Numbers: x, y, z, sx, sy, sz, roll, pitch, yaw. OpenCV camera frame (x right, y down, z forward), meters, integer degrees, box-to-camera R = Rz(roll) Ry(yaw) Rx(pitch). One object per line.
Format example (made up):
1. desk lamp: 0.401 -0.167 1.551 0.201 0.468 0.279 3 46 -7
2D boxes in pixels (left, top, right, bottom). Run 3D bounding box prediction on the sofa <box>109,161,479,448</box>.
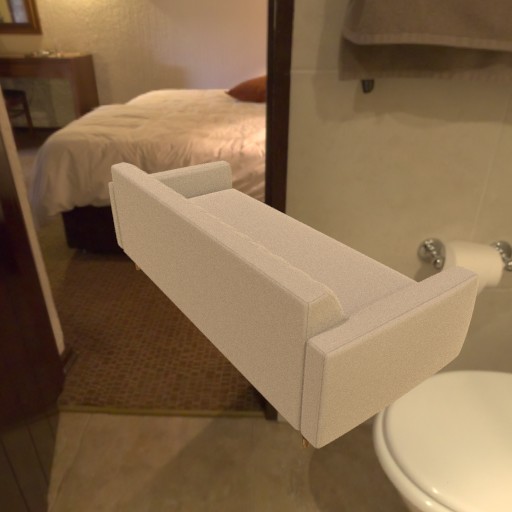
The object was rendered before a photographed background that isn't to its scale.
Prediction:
1. sofa: 0.000 0.000 2.675 0.990 0.821 2.291 -19 34 -31
